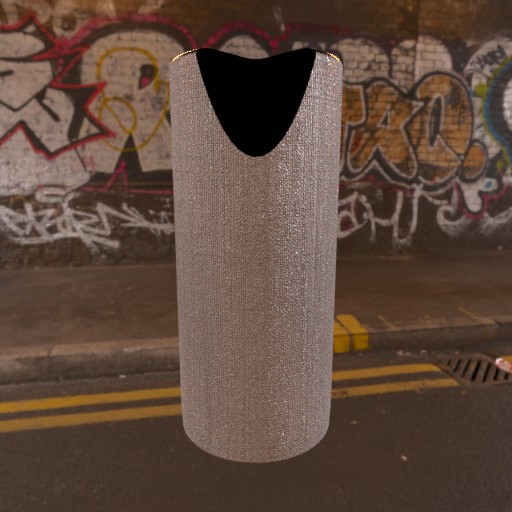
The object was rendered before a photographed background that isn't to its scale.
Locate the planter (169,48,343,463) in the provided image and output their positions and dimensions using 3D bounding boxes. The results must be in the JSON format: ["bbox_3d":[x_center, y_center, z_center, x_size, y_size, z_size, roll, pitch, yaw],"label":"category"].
[{"bbox_3d":[0.000,0.000,0.128,0.045,0.103,0.045,6,13,27],"label":"planter"}]
